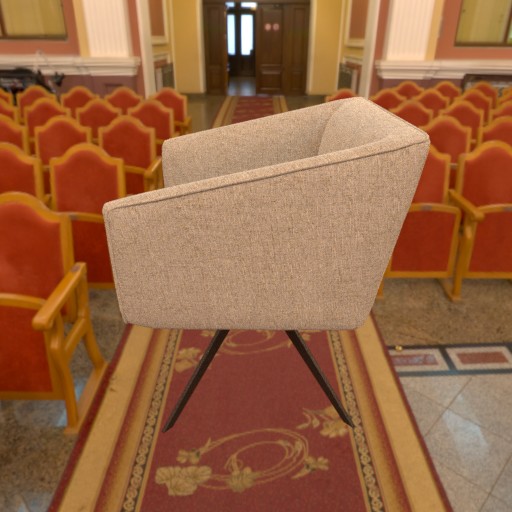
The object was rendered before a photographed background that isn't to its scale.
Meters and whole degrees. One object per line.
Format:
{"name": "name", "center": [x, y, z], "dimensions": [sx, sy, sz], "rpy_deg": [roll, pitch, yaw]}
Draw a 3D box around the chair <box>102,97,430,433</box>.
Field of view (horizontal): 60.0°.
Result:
{"name": "chair", "center": [0.000, 0.000, 1.207], "dimensions": [0.623, 0.760, 0.628], "rpy_deg": [0, 26, 0]}
